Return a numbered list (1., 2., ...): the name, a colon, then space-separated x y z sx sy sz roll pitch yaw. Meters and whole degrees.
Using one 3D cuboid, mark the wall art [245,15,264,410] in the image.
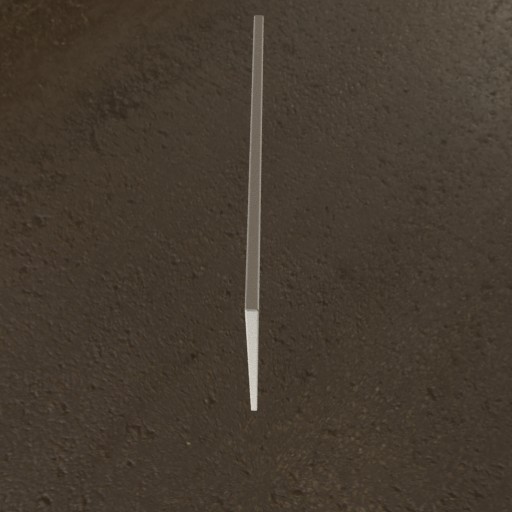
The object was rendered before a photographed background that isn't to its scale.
1. wall art: 0.000 0.000 0.678 0.012 0.529 0.374 1 63 0
